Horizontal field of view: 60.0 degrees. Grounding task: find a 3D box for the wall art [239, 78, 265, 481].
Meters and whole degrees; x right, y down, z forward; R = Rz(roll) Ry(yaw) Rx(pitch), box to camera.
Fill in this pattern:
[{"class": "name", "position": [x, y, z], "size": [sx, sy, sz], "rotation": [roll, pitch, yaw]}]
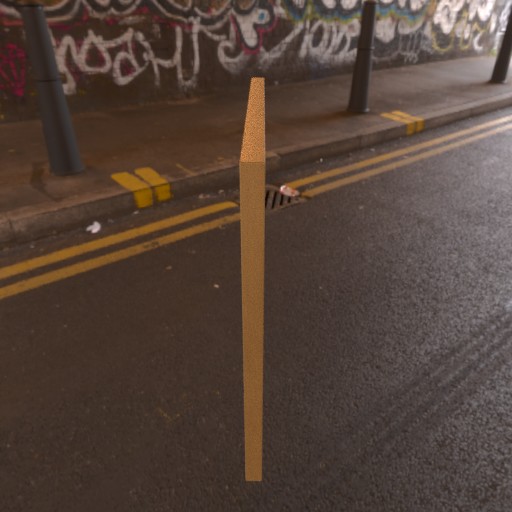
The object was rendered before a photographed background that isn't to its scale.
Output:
[{"class": "wall art", "position": [0.000, 0.000, 1.163], "size": [0.037, 0.763, 0.763], "rotation": [0, 30, 1]}]
